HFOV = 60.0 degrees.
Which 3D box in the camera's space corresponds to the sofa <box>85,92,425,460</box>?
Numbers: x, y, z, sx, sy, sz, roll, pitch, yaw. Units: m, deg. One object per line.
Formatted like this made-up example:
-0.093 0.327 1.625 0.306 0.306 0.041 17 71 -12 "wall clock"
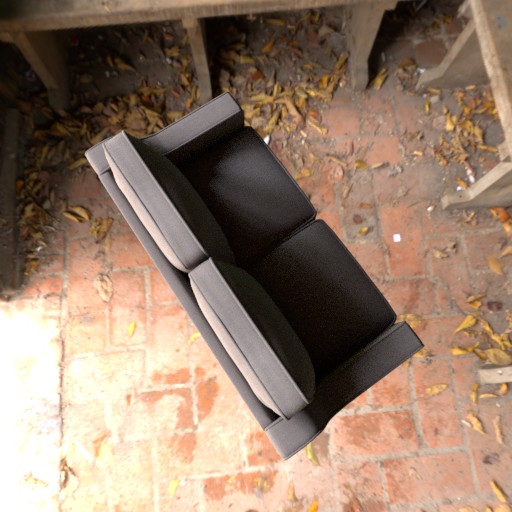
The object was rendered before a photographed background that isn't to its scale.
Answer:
0.000 0.000 2.066 0.791 0.948 1.500 -34 78 -8 "sofa"
